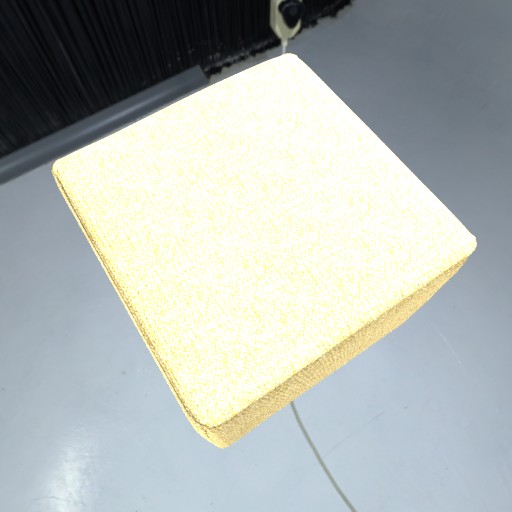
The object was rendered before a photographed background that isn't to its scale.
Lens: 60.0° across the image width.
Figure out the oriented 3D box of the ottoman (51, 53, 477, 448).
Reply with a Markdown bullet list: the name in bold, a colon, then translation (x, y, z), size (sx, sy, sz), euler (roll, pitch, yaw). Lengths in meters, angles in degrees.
- **ottoman**: translation (0.000, 0.000, 0.875), size (0.505, 0.441, 0.512), euler (-31, 69, -14)
